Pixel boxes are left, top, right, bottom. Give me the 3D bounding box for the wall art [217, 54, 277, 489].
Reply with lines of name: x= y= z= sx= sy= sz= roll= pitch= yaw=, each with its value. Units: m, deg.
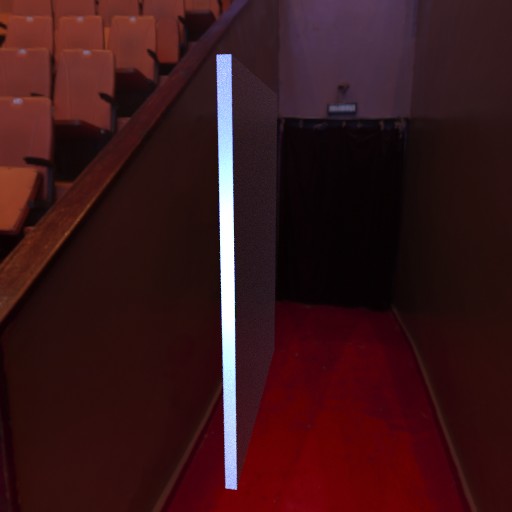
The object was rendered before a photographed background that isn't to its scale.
wall art: x=0.000 y=0.000 z=1.415 sx=0.030 sy=1.046 sz=0.816 roll=2 pitch=15 yaw=9
